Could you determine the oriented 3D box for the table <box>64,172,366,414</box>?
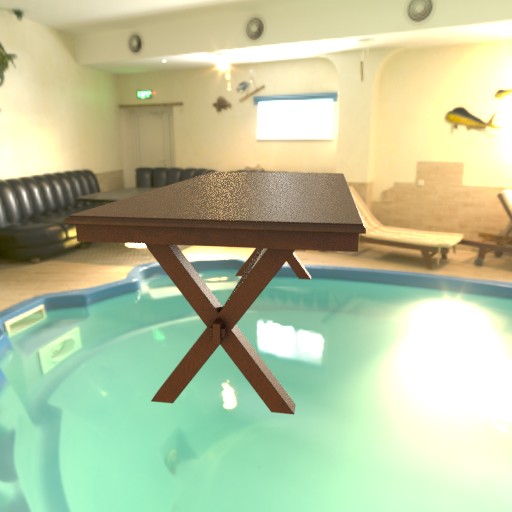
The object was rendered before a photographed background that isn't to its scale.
[{"bbox_3d":[0.000,0.000,1.478,0.594,0.459,1.197,2,15,9],"label":"table"}]
